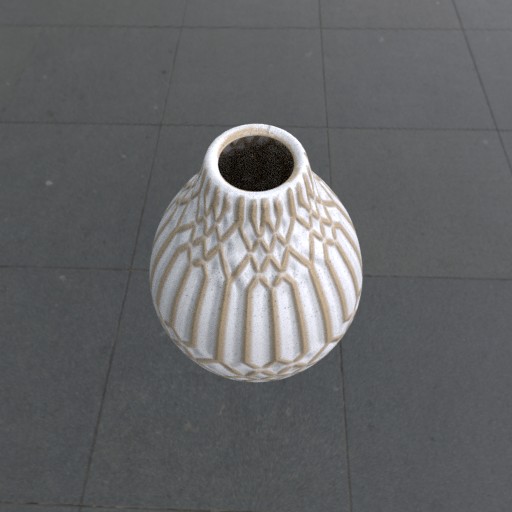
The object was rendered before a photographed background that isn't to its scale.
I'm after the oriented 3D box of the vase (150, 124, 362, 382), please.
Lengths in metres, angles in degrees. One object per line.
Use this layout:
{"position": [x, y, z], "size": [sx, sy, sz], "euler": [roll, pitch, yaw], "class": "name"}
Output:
{"position": [0.000, 0.000, 0.318], "size": [0.159, 0.200, 0.159], "euler": [0, 59, 0], "class": "vase"}
